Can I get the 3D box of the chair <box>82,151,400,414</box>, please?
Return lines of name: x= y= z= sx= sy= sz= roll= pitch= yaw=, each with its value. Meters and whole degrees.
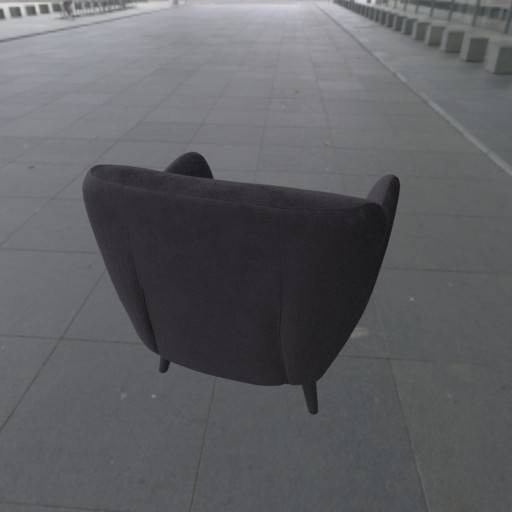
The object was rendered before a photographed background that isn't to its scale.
chair: x=0.000 y=0.000 z=1.489 sx=0.840 sy=0.807 sz=0.819 roll=10 pitch=33 yaw=16
